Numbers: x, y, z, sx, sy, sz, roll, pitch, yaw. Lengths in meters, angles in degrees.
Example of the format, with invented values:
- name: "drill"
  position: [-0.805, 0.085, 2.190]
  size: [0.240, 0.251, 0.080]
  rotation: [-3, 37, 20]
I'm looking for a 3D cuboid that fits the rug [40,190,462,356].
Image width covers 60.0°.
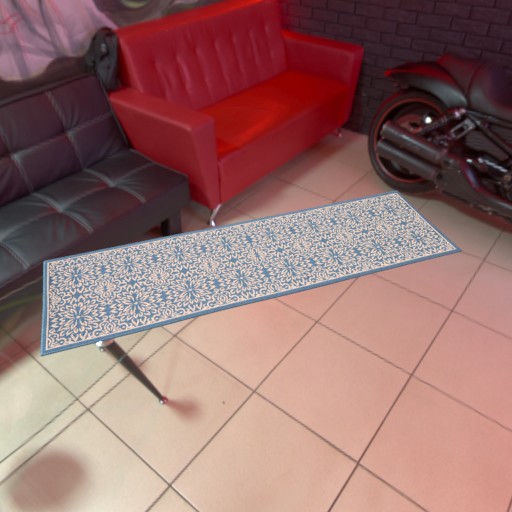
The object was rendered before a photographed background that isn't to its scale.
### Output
- name: "rug"
  position: [0.000, 0.000, 2.424]
  size: [2.196, 0.011, 0.662]
  rotation: [-13, 42, -14]
